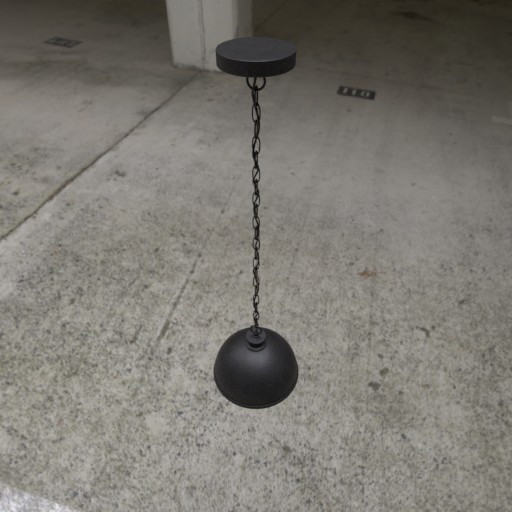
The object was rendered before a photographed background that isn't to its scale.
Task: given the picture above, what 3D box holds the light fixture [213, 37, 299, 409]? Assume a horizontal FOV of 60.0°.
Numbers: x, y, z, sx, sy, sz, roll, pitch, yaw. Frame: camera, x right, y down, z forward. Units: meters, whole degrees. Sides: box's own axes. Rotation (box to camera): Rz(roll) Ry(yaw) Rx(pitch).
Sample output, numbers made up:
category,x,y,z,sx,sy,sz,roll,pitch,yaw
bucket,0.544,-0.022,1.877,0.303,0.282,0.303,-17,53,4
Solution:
category,x,y,z,sx,sy,sz,roll,pitch,yaw
light fixture,0.000,0.000,1.235,0.304,1.090,0.304,11,42,13
